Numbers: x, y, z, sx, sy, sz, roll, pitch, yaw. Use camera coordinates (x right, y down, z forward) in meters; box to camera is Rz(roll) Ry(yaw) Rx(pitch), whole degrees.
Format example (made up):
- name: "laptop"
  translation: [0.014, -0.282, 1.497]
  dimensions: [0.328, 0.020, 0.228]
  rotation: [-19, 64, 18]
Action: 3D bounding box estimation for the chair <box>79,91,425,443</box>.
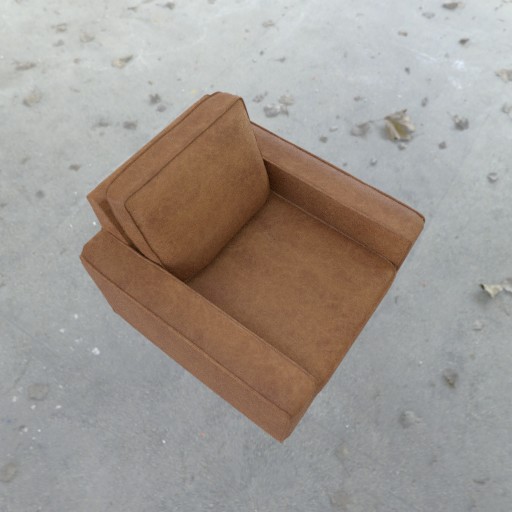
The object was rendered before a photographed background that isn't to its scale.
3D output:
- name: "chair"
  translation: [0.000, 0.000, 1.796]
  dimensions: [1.027, 0.901, 0.987]
  rotation: [30, 65, 16]
